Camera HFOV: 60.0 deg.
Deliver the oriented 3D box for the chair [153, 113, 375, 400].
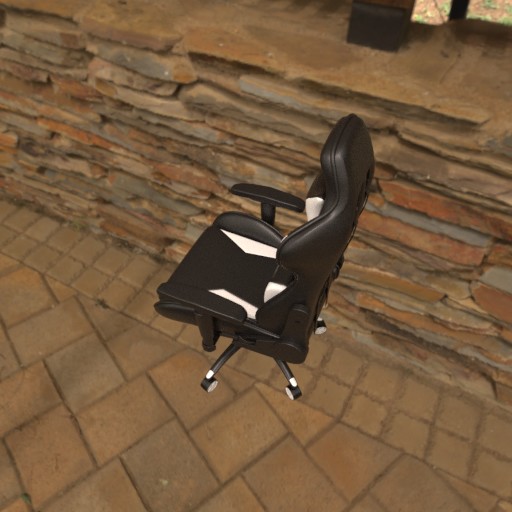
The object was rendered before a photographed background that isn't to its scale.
[{"bbox_3d":[0.000,0.000,1.758,0.695,1.285,0.730,18,50,15],"label":"chair"}]
